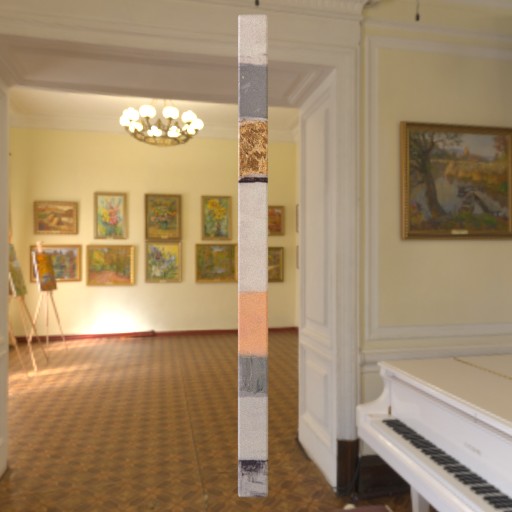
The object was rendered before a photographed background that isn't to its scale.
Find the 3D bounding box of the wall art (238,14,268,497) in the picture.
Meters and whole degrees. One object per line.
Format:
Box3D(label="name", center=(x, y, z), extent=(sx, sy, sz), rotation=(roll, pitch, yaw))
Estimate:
Box3D(label="wall art", center=(0.000, 0.000, 0.785), extent=(0.038, 0.609, 0.456), rotation=(0, 0, 1))
